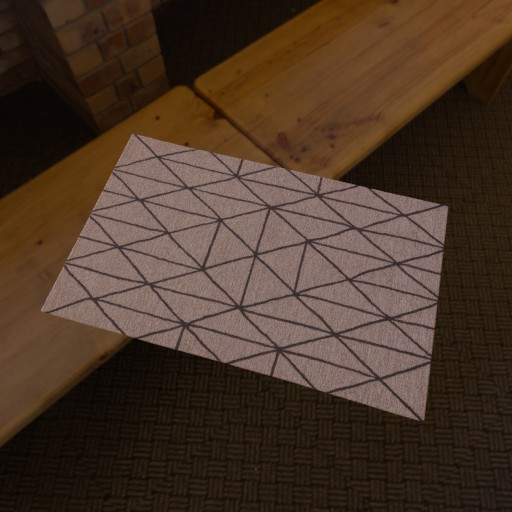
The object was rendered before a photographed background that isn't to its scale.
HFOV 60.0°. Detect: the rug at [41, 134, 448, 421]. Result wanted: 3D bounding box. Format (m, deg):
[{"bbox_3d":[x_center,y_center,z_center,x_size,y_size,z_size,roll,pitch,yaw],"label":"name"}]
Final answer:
[{"bbox_3d":[0.000,0.000,3.042,2.465,0.008,1.526,14,65,7],"label":"rug"}]
